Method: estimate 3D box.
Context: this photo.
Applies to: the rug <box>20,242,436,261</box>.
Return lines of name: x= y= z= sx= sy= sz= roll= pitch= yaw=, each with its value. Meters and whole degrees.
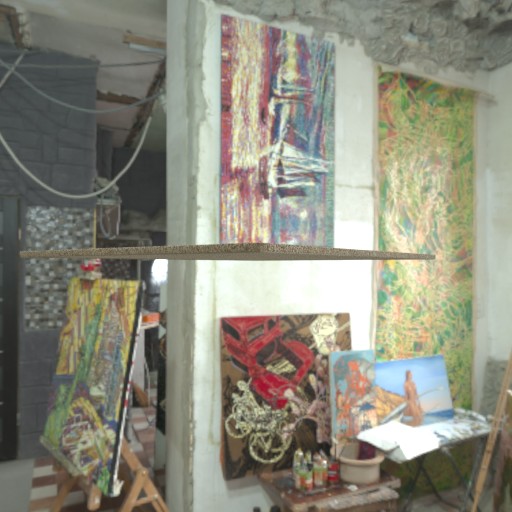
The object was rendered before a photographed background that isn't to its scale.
rug: x=0.000 y=0.000 z=2.059 sx=1.199 sy=0.025 sz=1.600 roll=-1 pitch=-1 yaw=36
